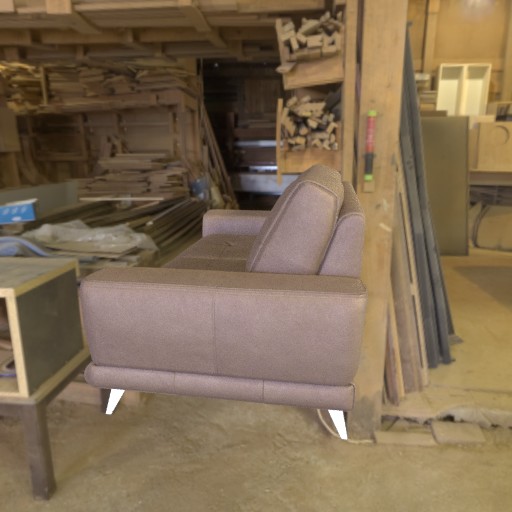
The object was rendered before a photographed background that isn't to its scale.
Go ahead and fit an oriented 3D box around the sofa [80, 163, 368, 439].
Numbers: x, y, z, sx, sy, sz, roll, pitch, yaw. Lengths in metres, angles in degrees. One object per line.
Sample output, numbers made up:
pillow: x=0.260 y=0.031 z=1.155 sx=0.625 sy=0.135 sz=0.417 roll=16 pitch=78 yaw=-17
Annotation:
sofa: x=0.000 y=0.000 z=2.332 sx=1.018 sy=0.907 sz=1.806 roll=2 pitch=14 yaw=9
